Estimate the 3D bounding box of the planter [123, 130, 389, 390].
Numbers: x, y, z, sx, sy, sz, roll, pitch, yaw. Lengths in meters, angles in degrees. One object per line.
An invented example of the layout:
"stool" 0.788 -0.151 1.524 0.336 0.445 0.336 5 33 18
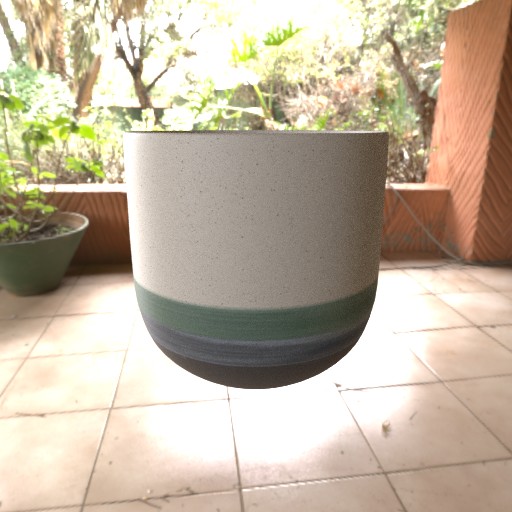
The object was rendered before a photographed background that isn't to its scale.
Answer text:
"planter" 0.000 0.000 0.498 0.268 0.270 0.268 0 16 0
